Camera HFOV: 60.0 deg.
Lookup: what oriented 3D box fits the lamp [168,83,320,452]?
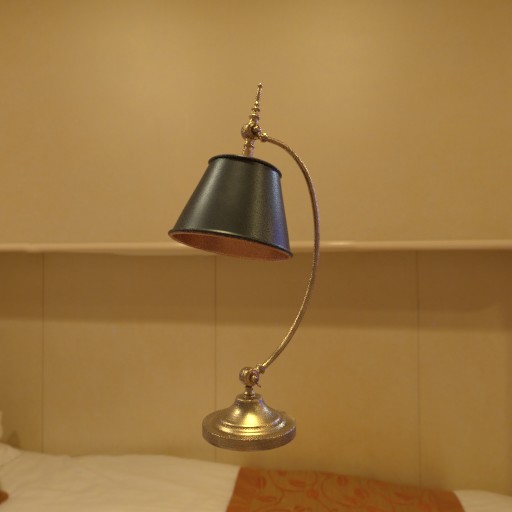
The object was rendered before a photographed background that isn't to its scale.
[{"bbox_3d":[0.000,0.000,0.858,0.344,0.675,0.235,0,-1,-36],"label":"lamp"}]
